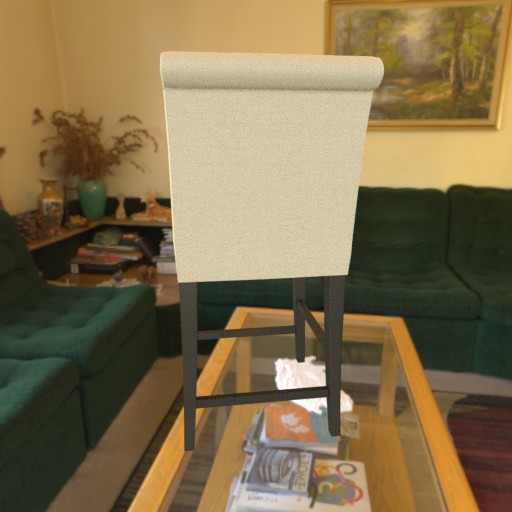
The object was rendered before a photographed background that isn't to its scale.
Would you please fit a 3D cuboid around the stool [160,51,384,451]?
[{"bbox_3d":[0.000,0.000,1.258,0.452,0.976,0.597,-2,16,-8],"label":"stool"}]
